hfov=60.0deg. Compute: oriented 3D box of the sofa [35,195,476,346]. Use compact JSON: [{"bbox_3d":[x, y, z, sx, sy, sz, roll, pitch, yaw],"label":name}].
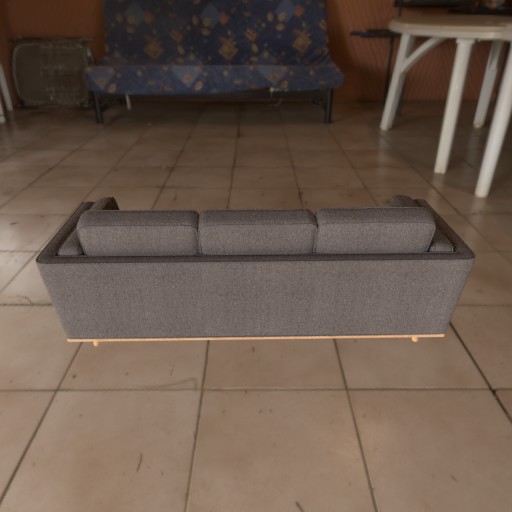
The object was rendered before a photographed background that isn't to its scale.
[{"bbox_3d":[0.000,0.000,2.810,2.362,0.899,0.903,-1,29,-1],"label":"sofa"}]
